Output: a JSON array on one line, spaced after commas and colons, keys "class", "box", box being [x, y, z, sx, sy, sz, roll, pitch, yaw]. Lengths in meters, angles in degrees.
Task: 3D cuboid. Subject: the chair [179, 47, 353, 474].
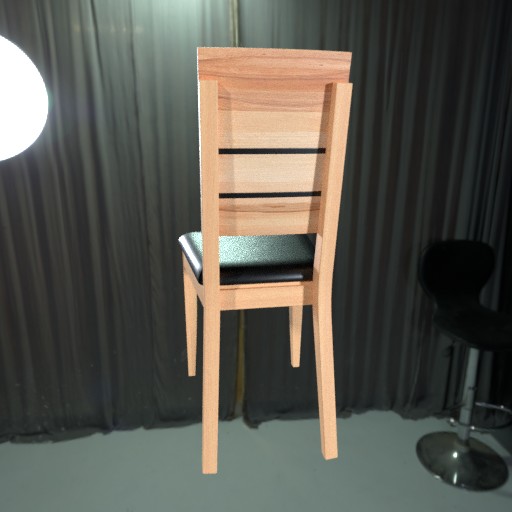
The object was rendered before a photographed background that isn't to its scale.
[{"class": "chair", "box": [0.000, 0.000, 1.188, 0.410, 0.940, 0.520, -3, 15, -9]}]
